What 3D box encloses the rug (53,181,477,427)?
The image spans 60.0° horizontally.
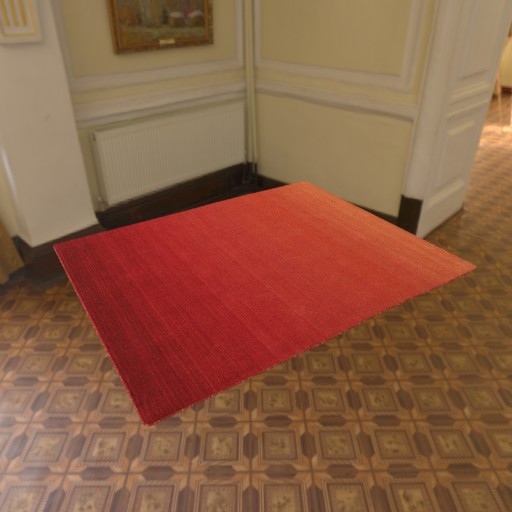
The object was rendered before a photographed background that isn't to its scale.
[{"bbox_3d":[0.000,0.000,3.862,2.905,0.028,2.340,-18,36,-28],"label":"rug"}]
